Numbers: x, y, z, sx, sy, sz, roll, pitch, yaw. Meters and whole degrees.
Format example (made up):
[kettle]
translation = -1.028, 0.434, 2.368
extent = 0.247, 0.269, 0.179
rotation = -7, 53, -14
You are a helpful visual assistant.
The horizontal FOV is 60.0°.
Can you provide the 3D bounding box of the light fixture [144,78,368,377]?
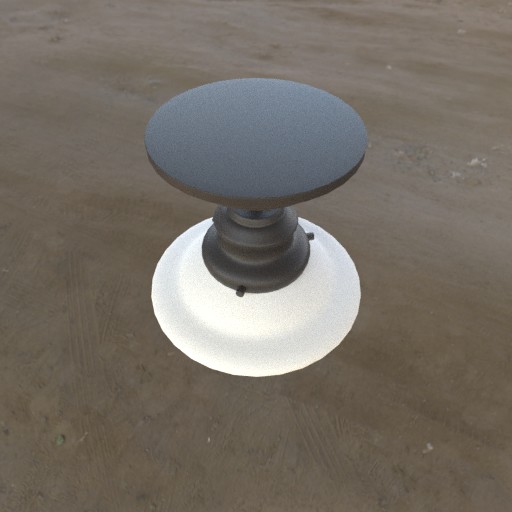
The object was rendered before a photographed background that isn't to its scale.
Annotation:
[light fixture]
translation = 0.000, 0.000, 0.395
extent = 0.197, 0.254, 0.197
rotation = 0, 46, 0
